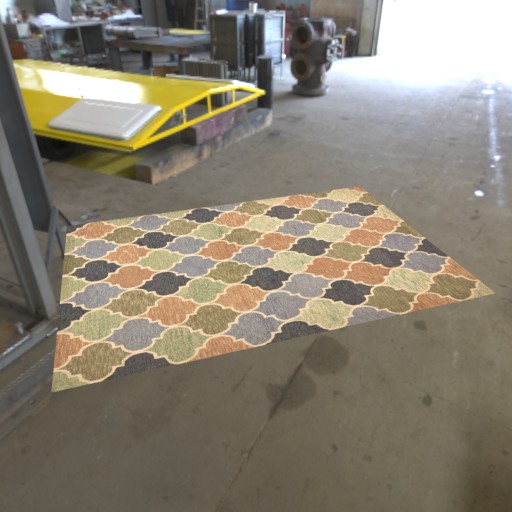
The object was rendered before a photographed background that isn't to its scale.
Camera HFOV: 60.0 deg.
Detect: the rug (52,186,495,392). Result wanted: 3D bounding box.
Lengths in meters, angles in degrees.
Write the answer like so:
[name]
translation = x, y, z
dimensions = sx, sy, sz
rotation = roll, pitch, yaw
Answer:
[rug]
translation = 0.000, 0.000, 2.217
dimensions = 1.828, 0.006, 1.216
rotation = -10, 34, -15
